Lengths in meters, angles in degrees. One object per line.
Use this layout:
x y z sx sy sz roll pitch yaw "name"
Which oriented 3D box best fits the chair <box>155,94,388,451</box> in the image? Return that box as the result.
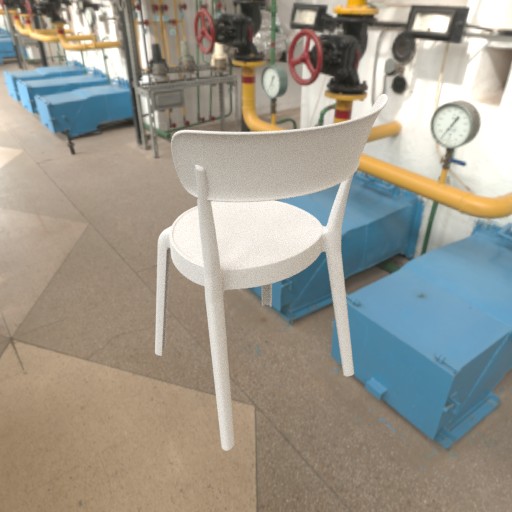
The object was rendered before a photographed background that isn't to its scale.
0.000 0.000 1.139 0.506 0.790 0.491 -20 37 -29 "chair"
